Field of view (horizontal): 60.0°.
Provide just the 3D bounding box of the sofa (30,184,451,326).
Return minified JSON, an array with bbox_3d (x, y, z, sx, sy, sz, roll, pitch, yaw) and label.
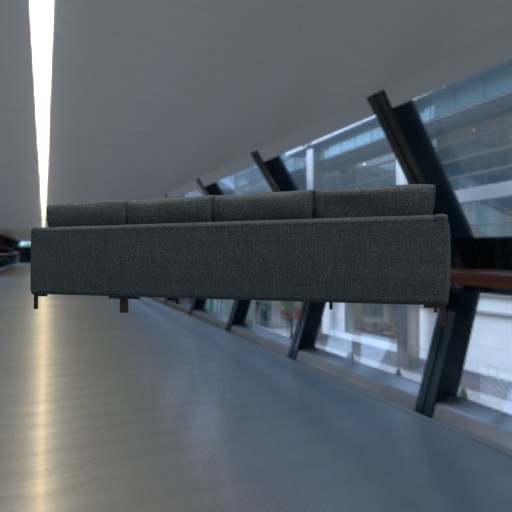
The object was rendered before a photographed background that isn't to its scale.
[{"bbox_3d":[0.000,0.000,3.529,2.737,0.753,1.879,0,-1,19],"label":"sofa"}]
